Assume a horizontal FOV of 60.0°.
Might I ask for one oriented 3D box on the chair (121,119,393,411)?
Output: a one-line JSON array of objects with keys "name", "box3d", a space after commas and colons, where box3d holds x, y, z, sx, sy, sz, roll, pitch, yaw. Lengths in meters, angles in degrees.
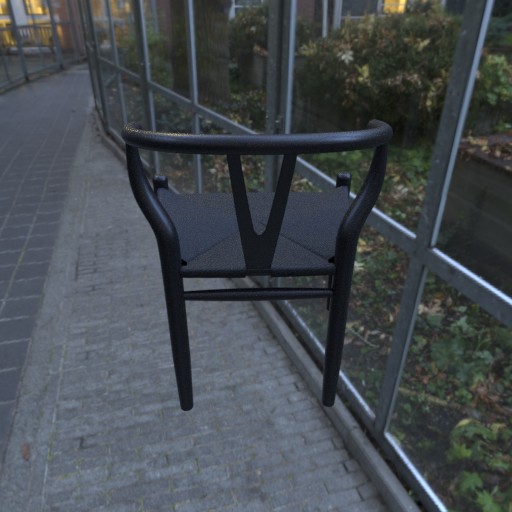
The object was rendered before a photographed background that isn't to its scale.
[{"name": "chair", "box3d": [0.000, 0.000, 1.084, 0.569, 0.730, 0.579, -1, 30, -2]}]
